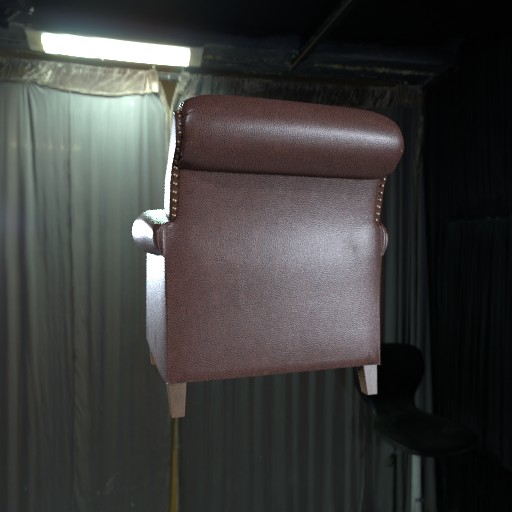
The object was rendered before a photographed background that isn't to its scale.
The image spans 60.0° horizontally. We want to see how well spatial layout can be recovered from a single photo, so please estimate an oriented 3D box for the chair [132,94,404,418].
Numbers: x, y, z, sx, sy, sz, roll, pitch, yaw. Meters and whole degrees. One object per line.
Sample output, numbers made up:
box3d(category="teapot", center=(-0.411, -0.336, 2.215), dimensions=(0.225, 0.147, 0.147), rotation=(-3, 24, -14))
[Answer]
box3d(category="chair", center=(0.000, 0.000, 1.643), dimensions=(0.854, 0.927, 0.890), rotation=(0, 1, -18))
